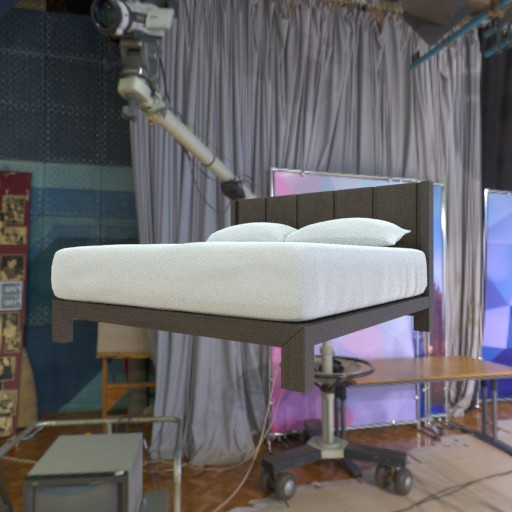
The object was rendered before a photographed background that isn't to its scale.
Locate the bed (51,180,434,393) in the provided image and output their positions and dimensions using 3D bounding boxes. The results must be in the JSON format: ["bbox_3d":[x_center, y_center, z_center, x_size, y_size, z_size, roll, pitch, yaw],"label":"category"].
[{"bbox_3d":[0.000,0.000,3.521,2.143,1.261,2.238,0,0,36],"label":"bed"}]
